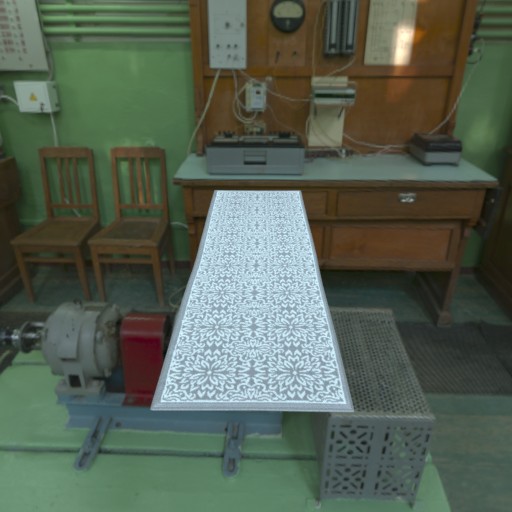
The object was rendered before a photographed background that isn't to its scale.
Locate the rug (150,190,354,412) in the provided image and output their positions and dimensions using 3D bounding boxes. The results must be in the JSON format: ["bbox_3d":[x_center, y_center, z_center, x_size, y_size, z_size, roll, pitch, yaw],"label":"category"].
[{"bbox_3d":[0.000,0.000,2.408,0.662,0.011,2.196,0,27,1],"label":"rug"}]
